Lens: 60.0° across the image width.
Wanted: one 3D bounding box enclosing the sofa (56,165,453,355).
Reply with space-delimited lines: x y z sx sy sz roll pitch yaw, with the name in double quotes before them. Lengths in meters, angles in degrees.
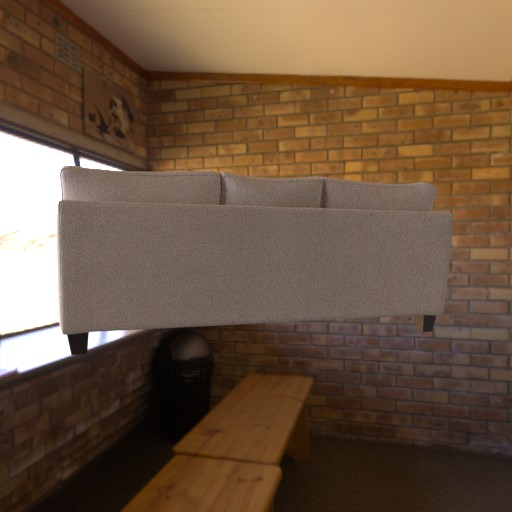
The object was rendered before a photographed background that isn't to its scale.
"sofa" 0.000 0.000 2.917 2.323 0.991 1.016 0 1 -17
